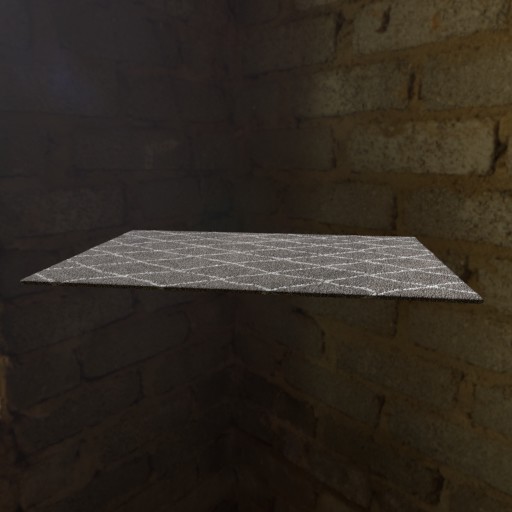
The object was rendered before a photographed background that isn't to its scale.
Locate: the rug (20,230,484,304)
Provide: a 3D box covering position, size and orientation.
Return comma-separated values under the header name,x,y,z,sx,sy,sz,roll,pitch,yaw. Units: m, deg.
name,x,y,z,sx,sy,sz,roll,pitch,yaw
rug,0.000,0.000,3.434,2.743,0.030,1.778,2,14,7
